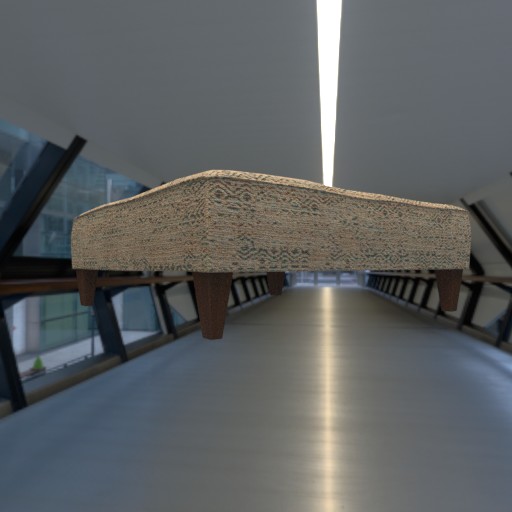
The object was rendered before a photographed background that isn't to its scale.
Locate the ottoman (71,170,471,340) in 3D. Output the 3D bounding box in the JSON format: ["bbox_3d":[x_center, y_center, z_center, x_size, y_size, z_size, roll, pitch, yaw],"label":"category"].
[{"bbox_3d":[0.000,0.000,1.519,0.968,0.356,1.004,1,-1,-37],"label":"ottoman"}]
